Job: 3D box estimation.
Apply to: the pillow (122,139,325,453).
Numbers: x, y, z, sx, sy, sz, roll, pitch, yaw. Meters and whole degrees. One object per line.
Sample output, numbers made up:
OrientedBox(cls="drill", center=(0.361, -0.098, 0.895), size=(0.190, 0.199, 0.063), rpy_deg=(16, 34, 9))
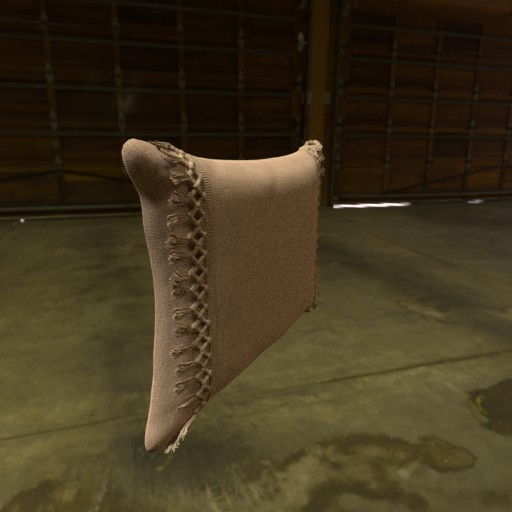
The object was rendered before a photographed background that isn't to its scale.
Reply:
OrientedBox(cls="pillow", center=(0.000, 0.000, 0.595), size=(0.084, 0.305, 0.466), rpy_deg=(7, 16, 26))
